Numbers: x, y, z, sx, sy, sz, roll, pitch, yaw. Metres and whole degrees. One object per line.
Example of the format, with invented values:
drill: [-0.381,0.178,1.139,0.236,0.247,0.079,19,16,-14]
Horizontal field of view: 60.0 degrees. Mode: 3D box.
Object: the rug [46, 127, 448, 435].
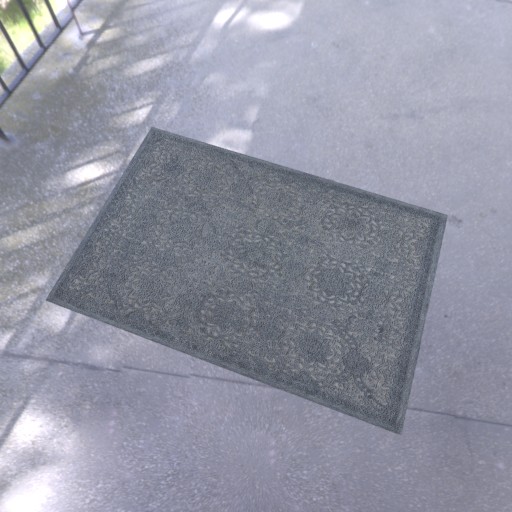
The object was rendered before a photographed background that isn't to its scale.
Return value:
rug: [0.000,0.000,2.348,1.819,0.012,1.208,18,66,9]
